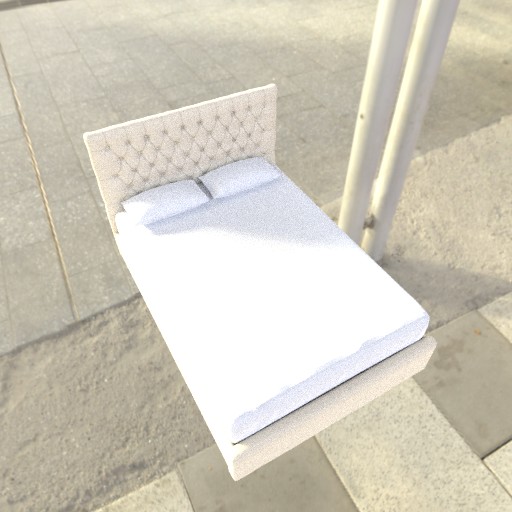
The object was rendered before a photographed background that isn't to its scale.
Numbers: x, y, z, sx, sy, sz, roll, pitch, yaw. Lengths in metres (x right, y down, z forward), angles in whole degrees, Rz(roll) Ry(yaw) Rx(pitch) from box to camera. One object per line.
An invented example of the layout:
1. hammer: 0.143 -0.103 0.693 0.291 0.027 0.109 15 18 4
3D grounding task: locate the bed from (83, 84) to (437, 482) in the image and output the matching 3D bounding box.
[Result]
1. bed: 0.000 0.000 3.422 1.698 1.427 2.387 -22 50 -20
